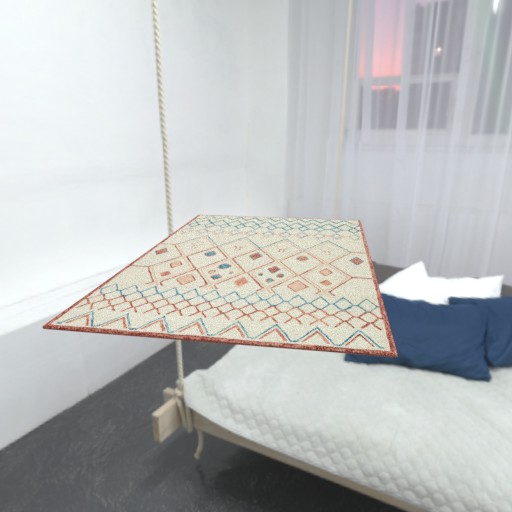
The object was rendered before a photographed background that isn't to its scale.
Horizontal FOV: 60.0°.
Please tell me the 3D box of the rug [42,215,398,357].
[{"bbox_3d":[0.000,0.000,2.995,1.524,0.015,2.438,3,17,9],"label":"rug"}]
